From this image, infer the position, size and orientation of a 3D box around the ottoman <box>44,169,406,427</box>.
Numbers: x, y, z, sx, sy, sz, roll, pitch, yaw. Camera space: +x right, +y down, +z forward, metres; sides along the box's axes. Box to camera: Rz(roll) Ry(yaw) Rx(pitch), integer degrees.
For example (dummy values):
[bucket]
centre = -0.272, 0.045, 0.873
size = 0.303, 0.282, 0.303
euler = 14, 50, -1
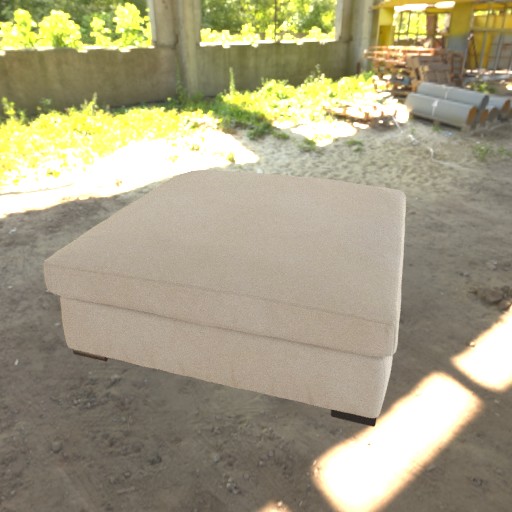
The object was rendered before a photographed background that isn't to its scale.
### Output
[ottoman]
centre = 0.000, 0.000, 1.922
size = 1.205, 0.522, 1.190
euler = 8, 28, 16
